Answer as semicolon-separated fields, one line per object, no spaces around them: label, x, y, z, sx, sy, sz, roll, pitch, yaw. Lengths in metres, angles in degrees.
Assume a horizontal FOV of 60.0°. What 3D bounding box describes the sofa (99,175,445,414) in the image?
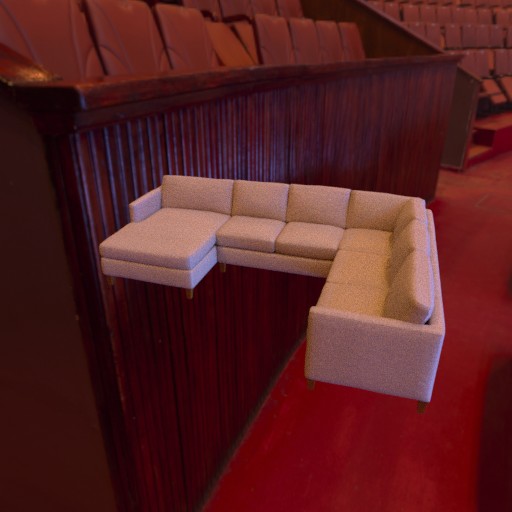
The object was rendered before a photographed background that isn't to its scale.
sofa;0.000;0.000;4.586;3.460;0.961;2.594;8;27;16
